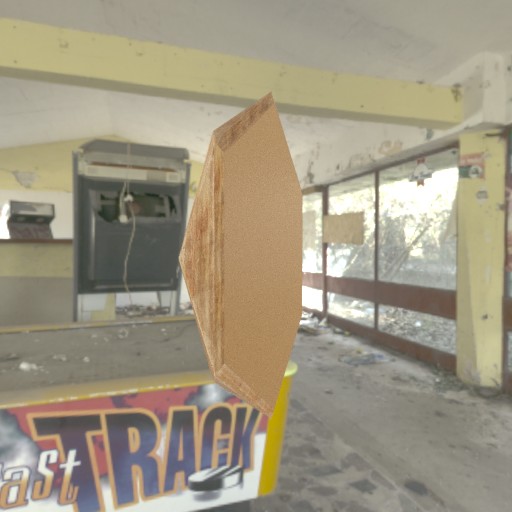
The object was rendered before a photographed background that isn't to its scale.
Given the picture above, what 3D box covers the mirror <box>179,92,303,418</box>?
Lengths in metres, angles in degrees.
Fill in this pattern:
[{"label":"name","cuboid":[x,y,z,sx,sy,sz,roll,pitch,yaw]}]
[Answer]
[{"label":"mirror","cuboid":[0.000,0.000,1.068,0.091,0.779,0.675,0,1,18]}]
